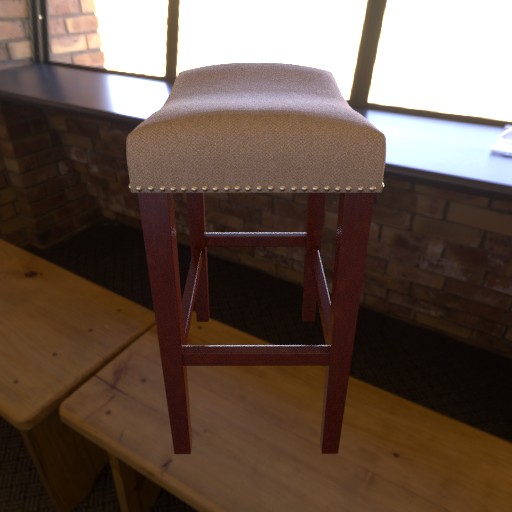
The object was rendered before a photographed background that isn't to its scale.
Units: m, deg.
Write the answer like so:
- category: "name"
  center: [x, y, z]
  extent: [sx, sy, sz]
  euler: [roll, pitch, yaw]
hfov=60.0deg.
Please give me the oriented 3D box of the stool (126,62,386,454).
- category: "stool"
  center: [0.000, 0.000, 0.991]
  extent: [0.372, 0.742, 0.504]
  euler: [0, 32, 0]
